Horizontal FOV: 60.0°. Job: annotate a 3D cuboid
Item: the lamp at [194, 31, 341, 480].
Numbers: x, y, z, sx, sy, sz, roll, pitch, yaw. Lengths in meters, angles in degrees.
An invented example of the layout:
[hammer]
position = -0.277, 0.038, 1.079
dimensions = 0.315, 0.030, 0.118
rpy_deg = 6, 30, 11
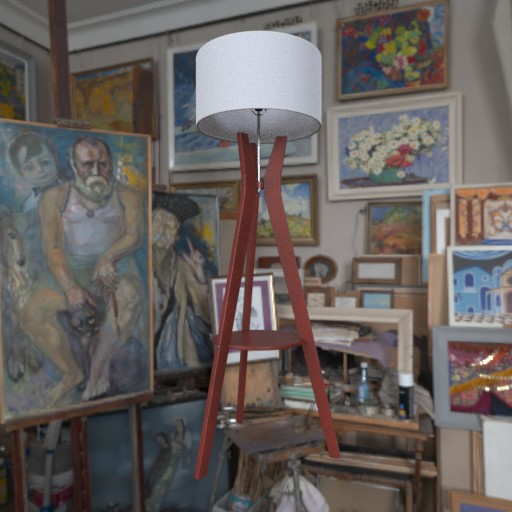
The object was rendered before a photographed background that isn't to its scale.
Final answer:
[lamp]
position = 0.000, 0.000, 1.718
dimensions = 0.539, 1.472, 0.542
rpy_deg = 0, 0, -17
